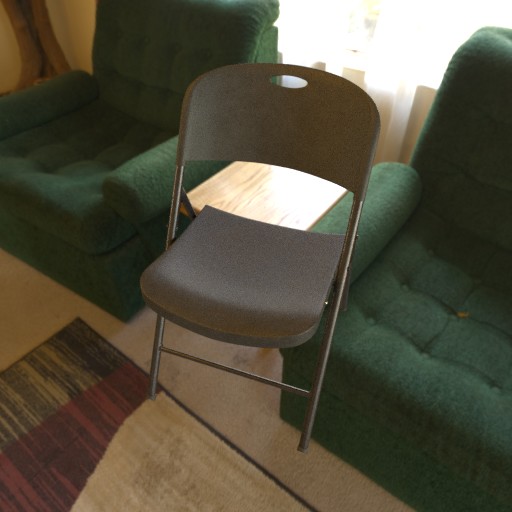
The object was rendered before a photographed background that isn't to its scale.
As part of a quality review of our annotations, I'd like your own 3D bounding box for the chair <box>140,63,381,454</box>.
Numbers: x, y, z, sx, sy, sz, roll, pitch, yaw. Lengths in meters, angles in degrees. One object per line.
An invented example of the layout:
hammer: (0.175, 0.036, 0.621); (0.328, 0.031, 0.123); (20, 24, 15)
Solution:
chair: (0.000, 0.000, 1.172); (0.494, 0.810, 0.566); (14, 44, 15)
